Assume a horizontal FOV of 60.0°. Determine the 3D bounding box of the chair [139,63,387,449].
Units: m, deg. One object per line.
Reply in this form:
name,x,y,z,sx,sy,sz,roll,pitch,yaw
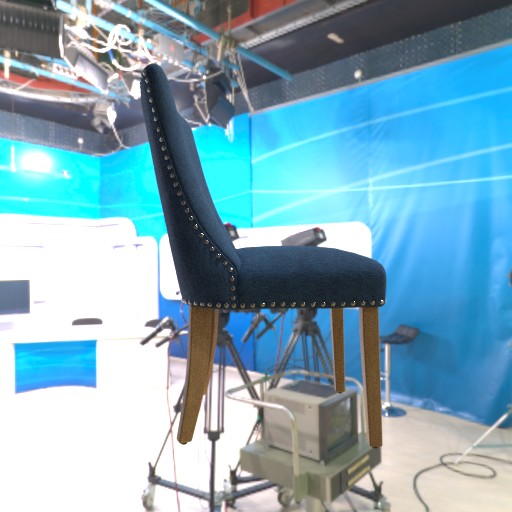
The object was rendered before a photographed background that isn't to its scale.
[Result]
chair,0.000,0.000,1.251,0.610,0.902,0.495,0,0,0
